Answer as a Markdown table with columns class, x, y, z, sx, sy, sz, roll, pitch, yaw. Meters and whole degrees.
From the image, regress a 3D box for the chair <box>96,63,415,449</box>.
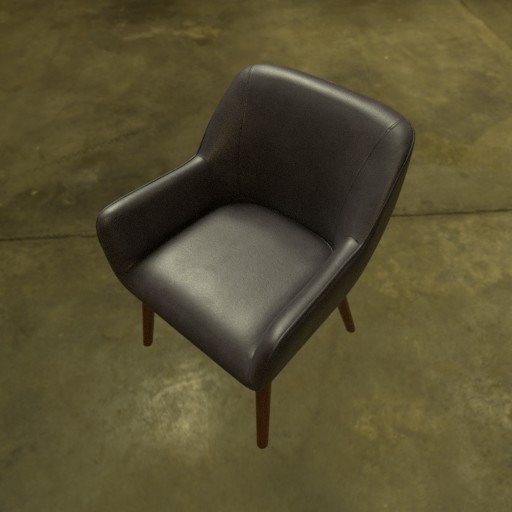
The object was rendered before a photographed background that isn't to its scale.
| class | x | y | z | sx | sy | sz | roll | pitch | yaw |
| --- | --- | --- | --- | --- | --- | --- | --- | --- | --- |
| chair | 0.000 | 0.000 | 1.270 | 0.610 | 0.828 | 0.610 | 33 | 55 | 27 |
